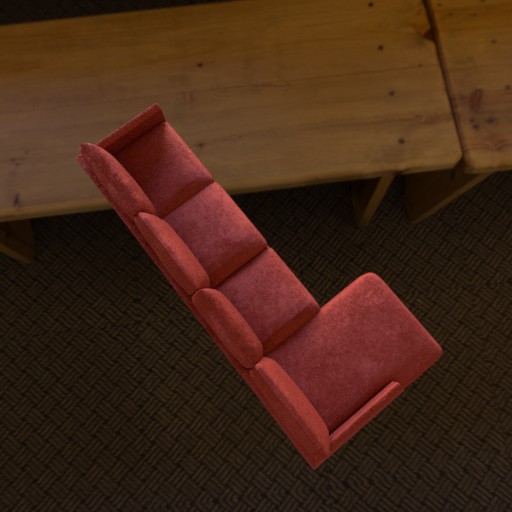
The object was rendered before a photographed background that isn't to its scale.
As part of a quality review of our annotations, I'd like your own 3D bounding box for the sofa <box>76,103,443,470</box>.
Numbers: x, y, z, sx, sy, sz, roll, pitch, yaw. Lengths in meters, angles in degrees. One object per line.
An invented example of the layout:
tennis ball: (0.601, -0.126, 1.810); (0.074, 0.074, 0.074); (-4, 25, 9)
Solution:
sofa: (0.000, 0.000, 4.054); (1.500, 0.967, 3.400); (-38, 80, -8)
